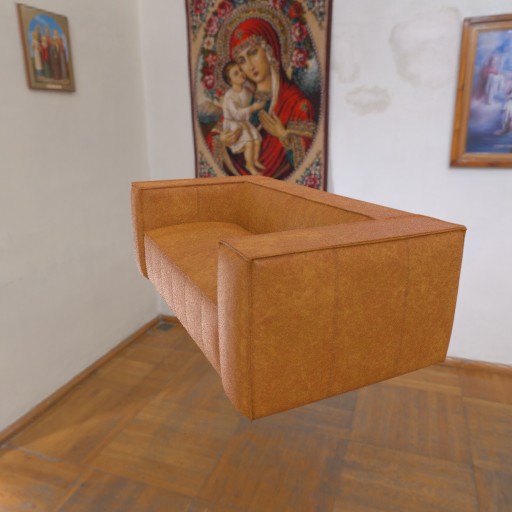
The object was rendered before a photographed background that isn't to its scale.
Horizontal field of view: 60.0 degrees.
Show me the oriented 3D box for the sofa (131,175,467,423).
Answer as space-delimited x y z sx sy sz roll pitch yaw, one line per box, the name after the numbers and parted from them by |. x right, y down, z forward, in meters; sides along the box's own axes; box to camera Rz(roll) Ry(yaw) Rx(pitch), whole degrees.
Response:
0.000 0.000 2.643 1.102 0.703 2.088 -8 19 -24 | sofa
